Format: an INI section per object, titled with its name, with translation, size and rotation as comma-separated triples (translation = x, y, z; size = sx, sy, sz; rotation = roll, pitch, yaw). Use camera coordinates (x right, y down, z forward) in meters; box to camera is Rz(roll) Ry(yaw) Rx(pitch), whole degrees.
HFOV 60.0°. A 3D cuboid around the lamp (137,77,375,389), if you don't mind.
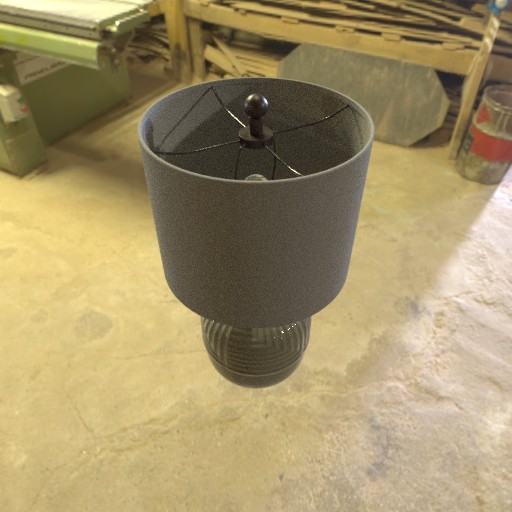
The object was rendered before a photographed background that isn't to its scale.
[lamp]
translation = 0.000, 0.000, 0.770
size = 0.318, 0.567, 0.318
rotation = 0, 42, 0
